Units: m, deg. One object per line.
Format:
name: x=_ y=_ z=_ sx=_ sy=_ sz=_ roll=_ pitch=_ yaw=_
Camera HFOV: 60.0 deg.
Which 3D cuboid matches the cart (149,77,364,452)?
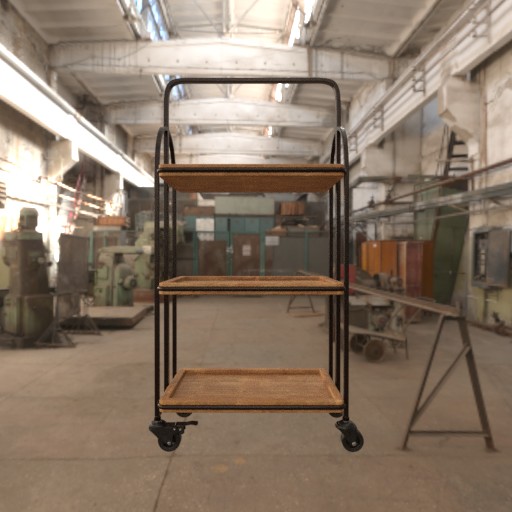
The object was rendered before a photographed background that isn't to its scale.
cart: x=0.000 y=0.000 z=1.255 sx=0.553 sy=1.001 sz=0.327 roll=0 pitch=1 yaw=0
